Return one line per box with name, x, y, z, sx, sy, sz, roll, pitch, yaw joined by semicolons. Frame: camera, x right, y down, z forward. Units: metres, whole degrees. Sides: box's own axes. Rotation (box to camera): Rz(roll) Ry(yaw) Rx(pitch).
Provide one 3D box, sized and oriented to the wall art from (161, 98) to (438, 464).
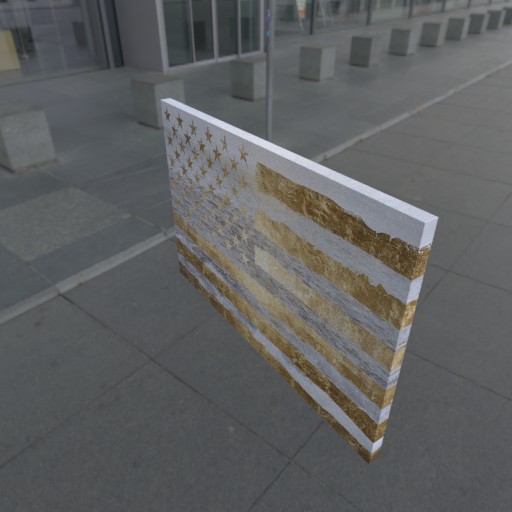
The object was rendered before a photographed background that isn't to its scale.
wall art;0.000;0.000;1.429;0.041;0.762;1.145;-21;38;-29
